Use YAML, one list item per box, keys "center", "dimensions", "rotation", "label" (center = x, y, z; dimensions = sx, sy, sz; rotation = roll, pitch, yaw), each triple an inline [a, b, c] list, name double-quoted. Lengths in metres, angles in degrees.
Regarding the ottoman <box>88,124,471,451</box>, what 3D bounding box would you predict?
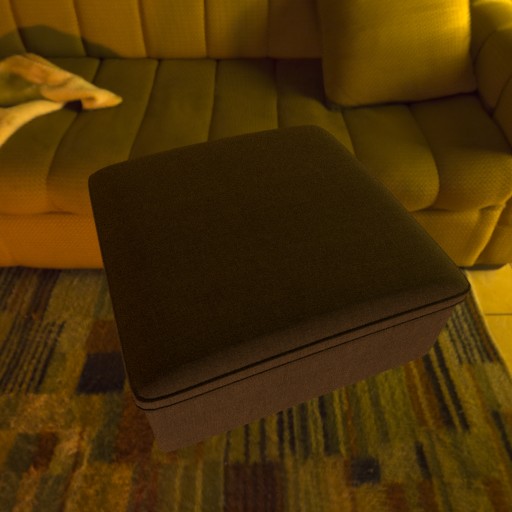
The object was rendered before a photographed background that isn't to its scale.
- center: [0.000, 0.000, 1.684]
  dimensions: [1.067, 0.559, 1.067]
  rotation: [-16, 48, -15]
  label: "ottoman"
